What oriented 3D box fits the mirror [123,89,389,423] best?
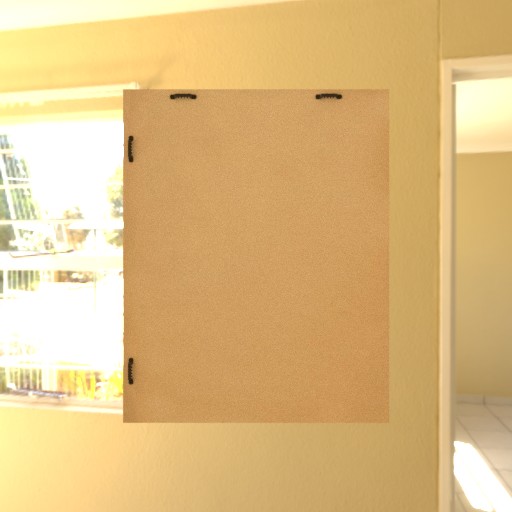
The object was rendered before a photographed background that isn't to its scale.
[{"bbox_3d":[0.000,0.000,0.689,0.405,0.508,0.041,0,0,0],"label":"mirror"}]
